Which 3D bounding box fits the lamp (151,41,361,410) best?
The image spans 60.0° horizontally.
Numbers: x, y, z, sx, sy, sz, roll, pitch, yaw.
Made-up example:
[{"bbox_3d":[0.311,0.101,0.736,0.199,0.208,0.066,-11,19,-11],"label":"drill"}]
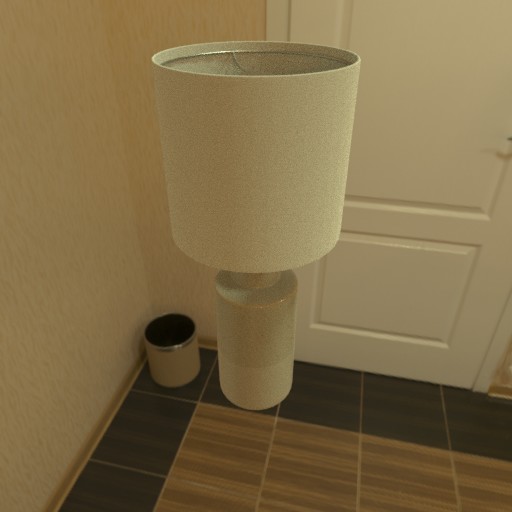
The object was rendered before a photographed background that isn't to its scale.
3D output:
[{"bbox_3d":[0.000,0.000,0.590,0.212,0.493,0.212,-9,34,-14],"label":"lamp"}]
